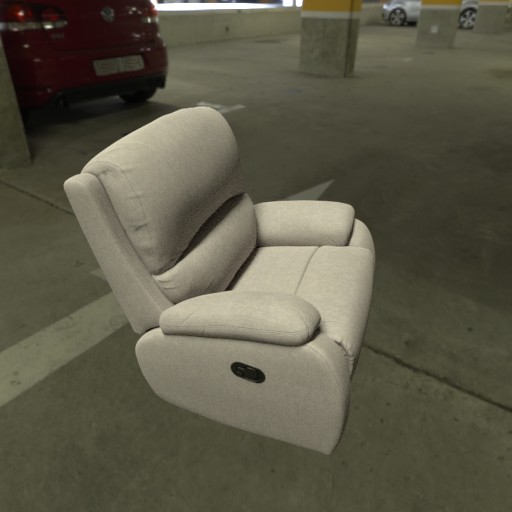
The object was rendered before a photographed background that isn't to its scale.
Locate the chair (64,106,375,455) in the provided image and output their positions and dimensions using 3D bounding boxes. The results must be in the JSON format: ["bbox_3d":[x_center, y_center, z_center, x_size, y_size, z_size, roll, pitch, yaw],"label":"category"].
[{"bbox_3d":[0.000,0.000,1.703,0.899,1.011,0.930,10,32,16],"label":"chair"}]
